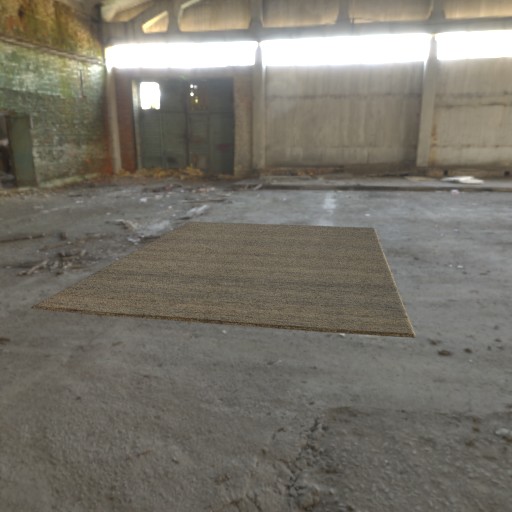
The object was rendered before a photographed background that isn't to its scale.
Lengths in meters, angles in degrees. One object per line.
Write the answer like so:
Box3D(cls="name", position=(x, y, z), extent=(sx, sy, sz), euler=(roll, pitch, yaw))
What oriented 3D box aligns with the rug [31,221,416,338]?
Box3D(cls="rug", position=(0.000, 0.000, 4.218), extent=(2.414, 0.036, 3.199), euler=(3, 15, 10))
